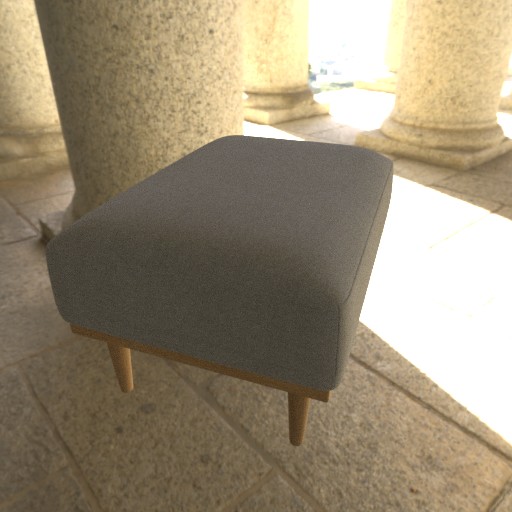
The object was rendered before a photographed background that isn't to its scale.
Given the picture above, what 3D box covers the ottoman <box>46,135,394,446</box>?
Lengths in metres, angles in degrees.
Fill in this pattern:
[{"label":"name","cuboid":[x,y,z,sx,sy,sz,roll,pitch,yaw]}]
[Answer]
[{"label":"ottoman","cuboid":[0.000,0.000,1.057,0.549,0.428,0.749,10,31,18]}]
